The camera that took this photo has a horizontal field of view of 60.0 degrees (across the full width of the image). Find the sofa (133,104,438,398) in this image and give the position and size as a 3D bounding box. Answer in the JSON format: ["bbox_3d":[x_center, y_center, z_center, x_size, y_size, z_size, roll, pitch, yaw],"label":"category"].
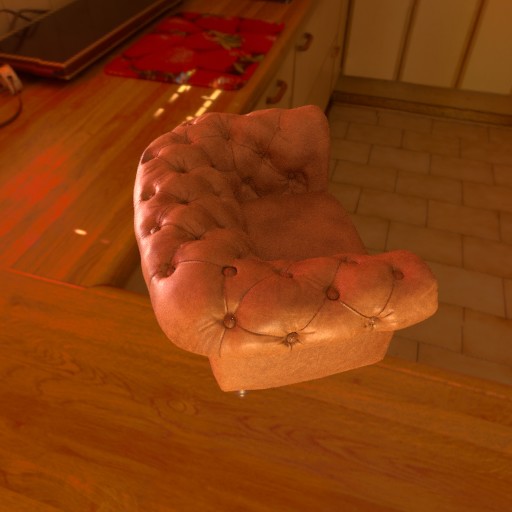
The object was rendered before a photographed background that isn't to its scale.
[{"bbox_3d":[0.000,0.000,2.118,1.033,0.878,1.405,-9,47,-9],"label":"sofa"}]
